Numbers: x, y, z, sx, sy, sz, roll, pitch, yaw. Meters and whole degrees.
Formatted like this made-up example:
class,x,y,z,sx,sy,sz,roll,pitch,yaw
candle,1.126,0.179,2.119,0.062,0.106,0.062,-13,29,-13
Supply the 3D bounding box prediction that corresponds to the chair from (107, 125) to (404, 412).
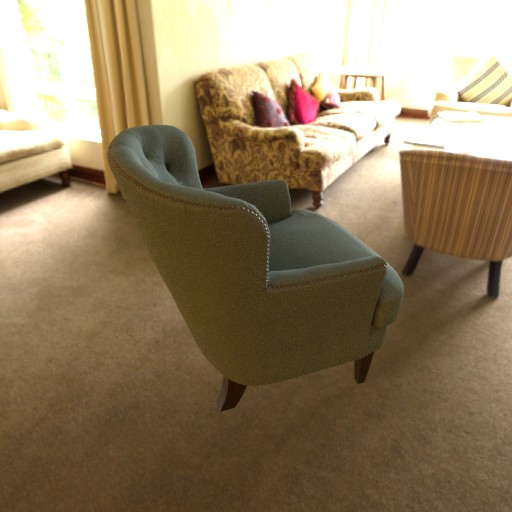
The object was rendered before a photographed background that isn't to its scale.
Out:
class,x,y,z,sx,sy,sz,roll,pitch,yaw
chair,0.000,0.000,1.608,0.906,0.868,0.848,-10,31,-18
